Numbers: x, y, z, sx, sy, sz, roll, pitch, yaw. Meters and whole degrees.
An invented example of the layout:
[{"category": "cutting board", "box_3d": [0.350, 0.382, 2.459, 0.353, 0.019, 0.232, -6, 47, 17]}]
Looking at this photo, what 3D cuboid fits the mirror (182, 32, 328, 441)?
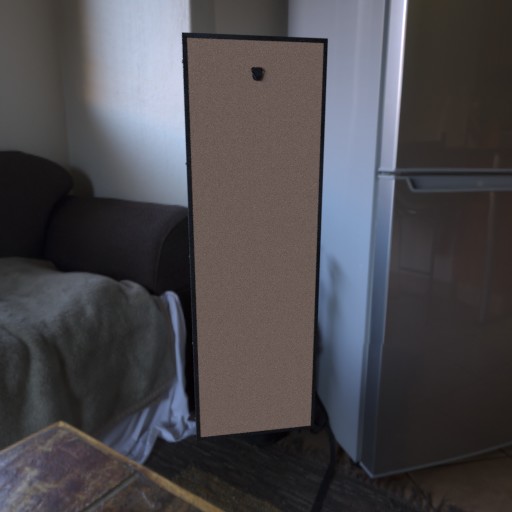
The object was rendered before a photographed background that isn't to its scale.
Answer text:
[{"category": "mirror", "box_3d": [0.000, 0.000, 1.184, 0.354, 1.080, 0.042, -2, 14, -9]}]
